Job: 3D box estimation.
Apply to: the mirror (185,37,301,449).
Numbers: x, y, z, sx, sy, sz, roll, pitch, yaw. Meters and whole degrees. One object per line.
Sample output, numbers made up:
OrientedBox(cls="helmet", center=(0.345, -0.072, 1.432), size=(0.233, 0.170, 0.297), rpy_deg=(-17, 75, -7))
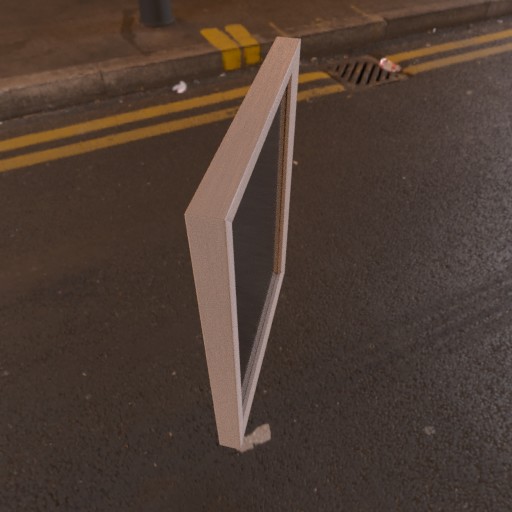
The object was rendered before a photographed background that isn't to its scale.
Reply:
OrientedBox(cls="mirror", center=(0.000, 0.000, 0.692), size=(0.041, 0.508, 0.405), rpy_deg=(9, 47, 9))
